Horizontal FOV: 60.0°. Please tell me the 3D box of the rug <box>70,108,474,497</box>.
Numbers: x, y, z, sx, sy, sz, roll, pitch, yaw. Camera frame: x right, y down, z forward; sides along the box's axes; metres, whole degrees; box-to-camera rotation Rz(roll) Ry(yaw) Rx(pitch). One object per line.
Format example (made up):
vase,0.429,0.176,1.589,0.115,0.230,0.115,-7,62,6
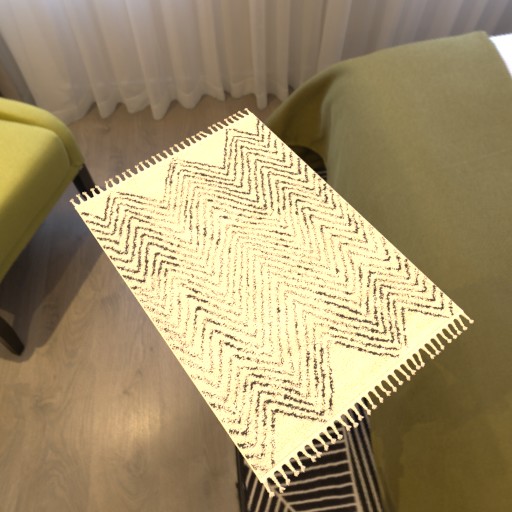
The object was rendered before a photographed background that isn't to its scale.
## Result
rug,0.000,0.000,2.281,1.230,0.014,1.847,-33,65,-18
